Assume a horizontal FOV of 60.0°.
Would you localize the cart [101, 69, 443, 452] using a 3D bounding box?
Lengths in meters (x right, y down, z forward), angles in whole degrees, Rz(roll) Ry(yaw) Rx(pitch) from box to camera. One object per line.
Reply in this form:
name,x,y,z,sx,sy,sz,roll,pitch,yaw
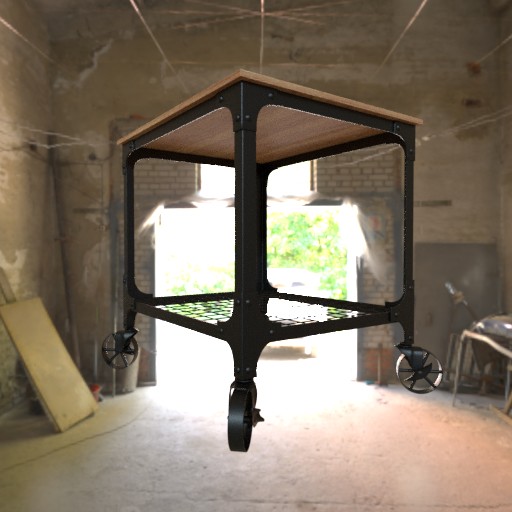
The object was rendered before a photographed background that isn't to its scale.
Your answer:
cart,0.000,0.000,1.079,0.558,0.603,0.666,-1,2,-36
